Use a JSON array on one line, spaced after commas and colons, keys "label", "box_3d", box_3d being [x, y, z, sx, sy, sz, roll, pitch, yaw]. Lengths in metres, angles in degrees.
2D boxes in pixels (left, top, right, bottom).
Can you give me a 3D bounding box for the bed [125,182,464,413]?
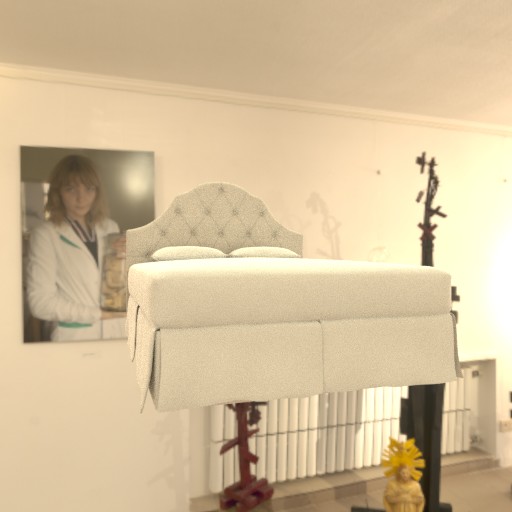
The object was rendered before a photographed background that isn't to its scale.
[{"label": "bed", "box_3d": [0.000, 0.000, 3.677, 2.039, 1.617, 2.477, 0, 0, -19]}]
